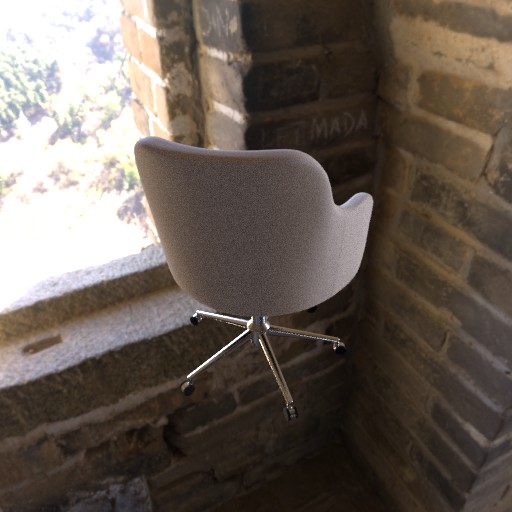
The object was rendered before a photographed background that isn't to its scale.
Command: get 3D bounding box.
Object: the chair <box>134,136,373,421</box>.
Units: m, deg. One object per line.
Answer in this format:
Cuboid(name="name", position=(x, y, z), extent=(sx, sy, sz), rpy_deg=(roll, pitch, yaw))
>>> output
Cuboid(name="chair", position=(0.000, 0.000, 1.281), extent=(0.602, 0.819, 0.647), rpy_deg=(9, 33, 14))
